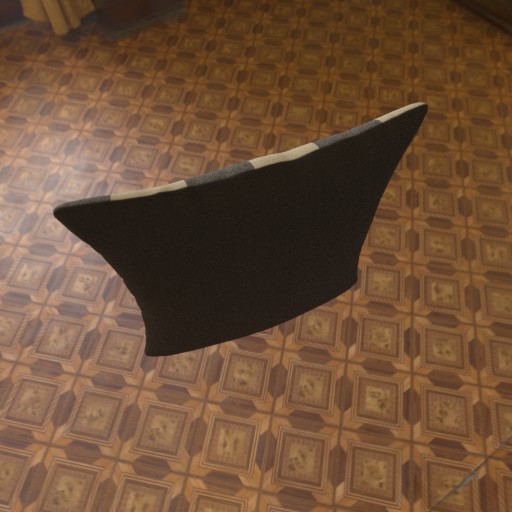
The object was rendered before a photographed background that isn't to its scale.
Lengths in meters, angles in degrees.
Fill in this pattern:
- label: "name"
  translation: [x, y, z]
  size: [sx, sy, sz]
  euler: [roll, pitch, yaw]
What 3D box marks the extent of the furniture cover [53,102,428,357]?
- label: "furniture cover"
  translation: [0.000, 0.000, 0.780]
  size: [0.511, 0.509, 0.161]
  euler: [-18, 61, -11]
